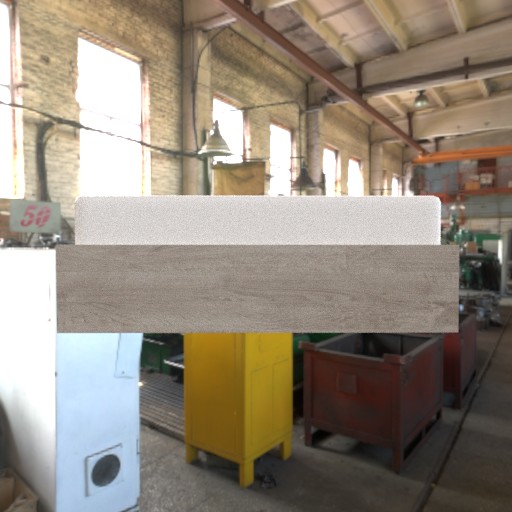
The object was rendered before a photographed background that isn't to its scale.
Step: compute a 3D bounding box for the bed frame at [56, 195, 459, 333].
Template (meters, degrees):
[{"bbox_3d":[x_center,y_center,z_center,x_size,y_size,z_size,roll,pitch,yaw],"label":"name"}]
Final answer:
[{"bbox_3d":[0.000,0.000,2.561,1.445,0.497,1.945,0,2,-1],"label":"bed frame"}]
